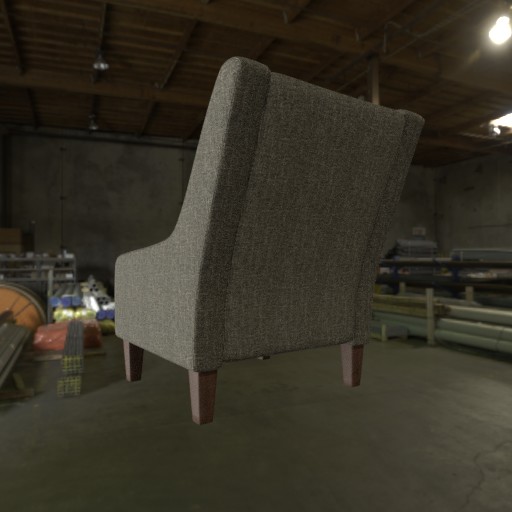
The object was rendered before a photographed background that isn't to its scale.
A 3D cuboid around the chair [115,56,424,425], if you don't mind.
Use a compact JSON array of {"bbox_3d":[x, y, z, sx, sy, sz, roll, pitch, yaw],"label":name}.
[{"bbox_3d":[0.000,0.000,1.688,0.793,1.012,0.944,0,-1,-36],"label":"chair"}]
